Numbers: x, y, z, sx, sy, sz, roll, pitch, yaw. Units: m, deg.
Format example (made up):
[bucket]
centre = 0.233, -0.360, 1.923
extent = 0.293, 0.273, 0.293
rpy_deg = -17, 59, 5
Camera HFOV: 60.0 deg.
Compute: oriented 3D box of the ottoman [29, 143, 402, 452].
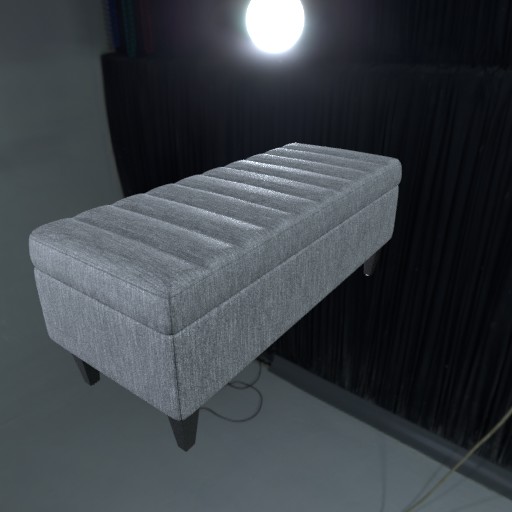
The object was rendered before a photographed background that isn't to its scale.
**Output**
[ottoman]
centre = 0.000, 0.000, 1.384
extent = 0.482, 0.469, 1.151
rpy_deg = 18, 32, 32
